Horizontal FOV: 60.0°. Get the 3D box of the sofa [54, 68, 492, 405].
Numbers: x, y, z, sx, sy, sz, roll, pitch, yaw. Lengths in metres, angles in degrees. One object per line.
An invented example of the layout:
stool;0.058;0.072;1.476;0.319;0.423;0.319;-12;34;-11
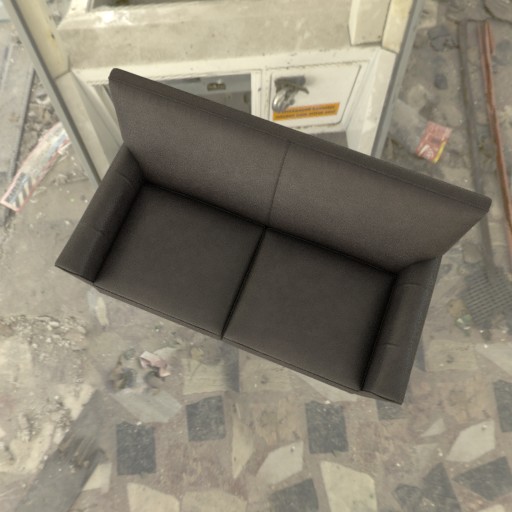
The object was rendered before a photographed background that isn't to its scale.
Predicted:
sofa;0.000;0.000;1.937;1.473;0.871;0.787;21;76;6
